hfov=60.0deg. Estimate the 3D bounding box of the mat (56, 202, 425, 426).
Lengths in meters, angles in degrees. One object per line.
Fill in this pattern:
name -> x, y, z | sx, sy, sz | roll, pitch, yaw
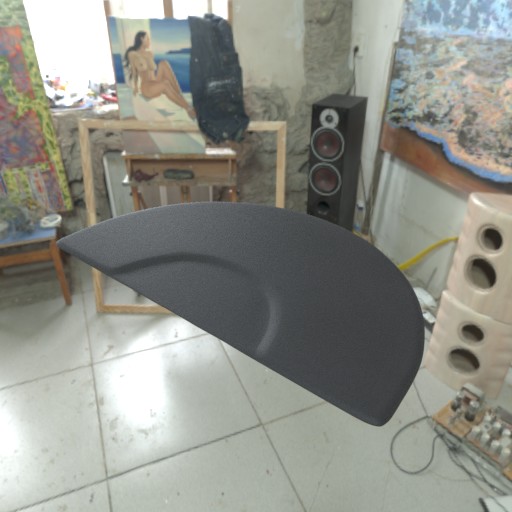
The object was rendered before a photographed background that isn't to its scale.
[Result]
mat -> 0.000, 0.000, 1.815 | 1.525, 0.016, 0.917 | 23, 39, 32
